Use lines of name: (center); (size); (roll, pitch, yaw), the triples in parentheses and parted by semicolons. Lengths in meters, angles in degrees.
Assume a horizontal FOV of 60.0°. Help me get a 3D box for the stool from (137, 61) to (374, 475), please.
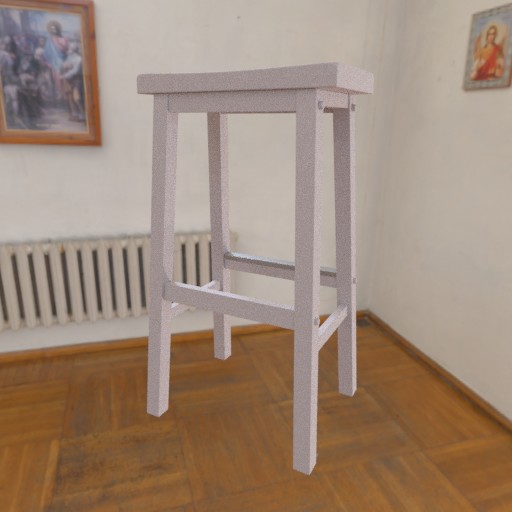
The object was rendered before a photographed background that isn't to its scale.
stool: (0.000, 0.000, 0.971); (0.406, 0.742, 0.322); (9, 19, 27)
